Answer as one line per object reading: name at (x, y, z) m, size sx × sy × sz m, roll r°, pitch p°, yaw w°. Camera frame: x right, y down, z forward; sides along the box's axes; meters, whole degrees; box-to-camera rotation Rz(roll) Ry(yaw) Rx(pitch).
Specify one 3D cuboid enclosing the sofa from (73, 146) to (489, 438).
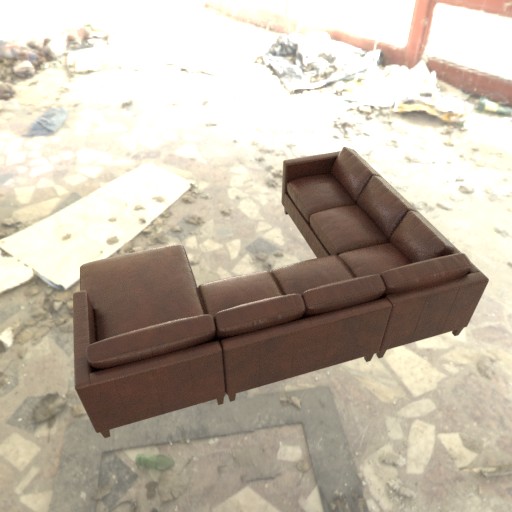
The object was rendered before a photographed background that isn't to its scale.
sofa at (0.000, 0.000, 4.377) m, size 3.324 × 0.891 × 2.452 m, roll -12°, pitch 42°, yaw -14°
